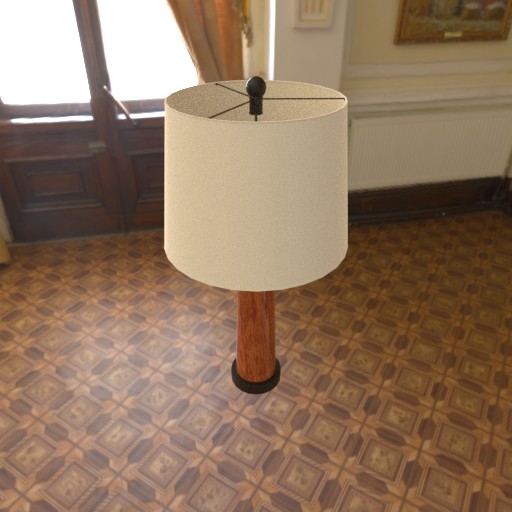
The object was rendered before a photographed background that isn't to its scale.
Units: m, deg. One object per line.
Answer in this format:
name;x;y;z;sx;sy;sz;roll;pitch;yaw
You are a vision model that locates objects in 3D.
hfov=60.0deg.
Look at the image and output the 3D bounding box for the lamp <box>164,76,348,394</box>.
lamp;0.000;0.000;0.874;0.349;0.667;0.349;0;32;0
